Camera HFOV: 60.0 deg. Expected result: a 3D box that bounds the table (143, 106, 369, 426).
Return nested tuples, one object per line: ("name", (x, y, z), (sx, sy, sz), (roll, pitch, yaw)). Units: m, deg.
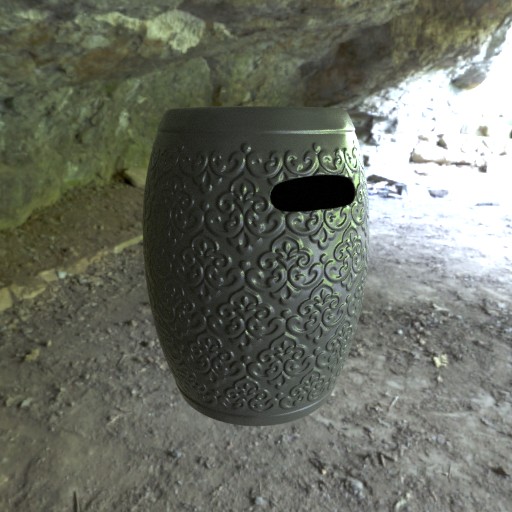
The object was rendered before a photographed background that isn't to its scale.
("table", (0.000, 0.000, 0.630), (0.309, 0.397, 0.309), (0, 17, 0))
